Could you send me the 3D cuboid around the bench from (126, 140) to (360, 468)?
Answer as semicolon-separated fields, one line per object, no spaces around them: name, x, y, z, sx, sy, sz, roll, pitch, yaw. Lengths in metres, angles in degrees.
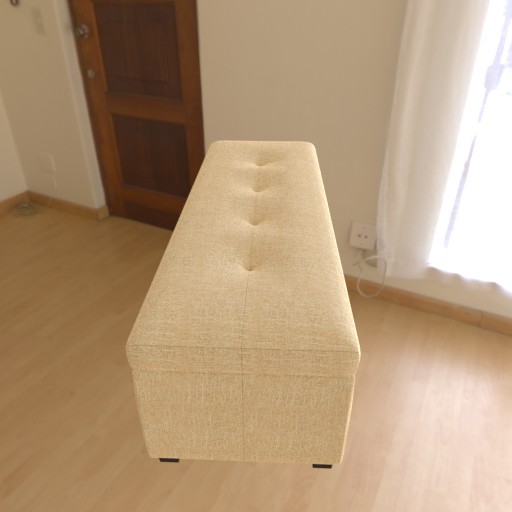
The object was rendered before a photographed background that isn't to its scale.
bench;0.000;0.000;1.393;0.432;0.406;1.219;1;31;2
